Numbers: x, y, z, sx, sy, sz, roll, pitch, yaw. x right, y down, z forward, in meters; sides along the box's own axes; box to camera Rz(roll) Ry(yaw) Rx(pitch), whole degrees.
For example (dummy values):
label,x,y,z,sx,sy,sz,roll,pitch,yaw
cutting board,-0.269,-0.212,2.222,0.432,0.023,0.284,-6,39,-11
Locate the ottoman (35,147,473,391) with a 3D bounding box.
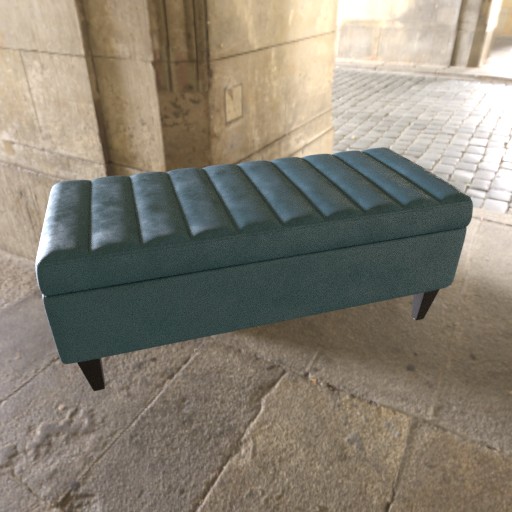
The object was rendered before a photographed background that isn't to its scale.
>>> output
label,x,y,z,sx,sy,sz,roll,pitch,yaw
ottoman,0.000,0.000,1.385,1.151,0.469,0.482,-9,33,-14
